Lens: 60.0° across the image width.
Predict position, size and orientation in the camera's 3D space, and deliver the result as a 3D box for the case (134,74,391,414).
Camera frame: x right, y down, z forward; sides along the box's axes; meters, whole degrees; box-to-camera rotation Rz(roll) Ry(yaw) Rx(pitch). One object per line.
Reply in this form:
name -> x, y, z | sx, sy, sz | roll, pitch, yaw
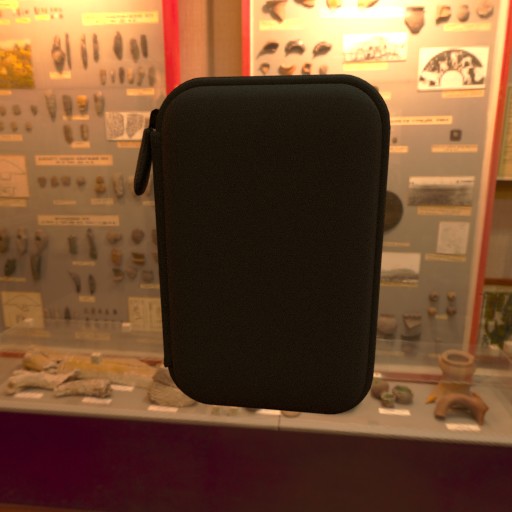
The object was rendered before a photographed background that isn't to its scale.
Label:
case -> 0.000, 0.000, 0.194 | 0.107, 0.147, 0.030 | 2, 14, 8
